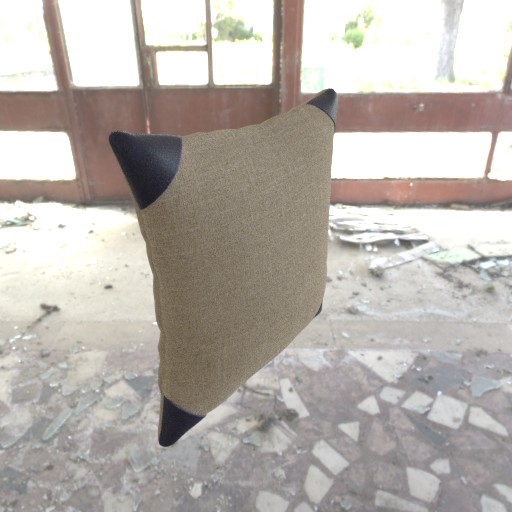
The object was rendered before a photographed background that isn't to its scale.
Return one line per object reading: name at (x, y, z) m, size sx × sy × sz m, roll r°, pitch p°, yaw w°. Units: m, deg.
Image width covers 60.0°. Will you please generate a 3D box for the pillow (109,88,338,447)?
pillow at (0.000, 0.000, 0.671) m, size 0.147 × 0.441 × 0.440 m, roll 19°, pitch 33°, yaw 32°
